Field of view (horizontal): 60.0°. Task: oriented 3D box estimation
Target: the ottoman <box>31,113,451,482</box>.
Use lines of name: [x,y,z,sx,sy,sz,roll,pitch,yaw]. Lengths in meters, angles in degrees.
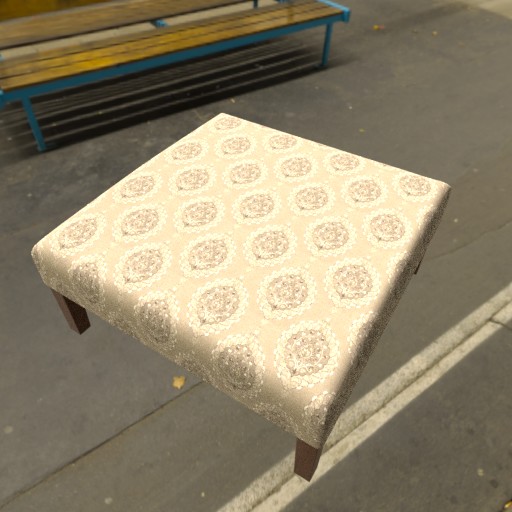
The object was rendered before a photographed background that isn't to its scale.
ottoman: [0.000,0.000,1.388,0.889,0.411,0.890,24,50,22]
